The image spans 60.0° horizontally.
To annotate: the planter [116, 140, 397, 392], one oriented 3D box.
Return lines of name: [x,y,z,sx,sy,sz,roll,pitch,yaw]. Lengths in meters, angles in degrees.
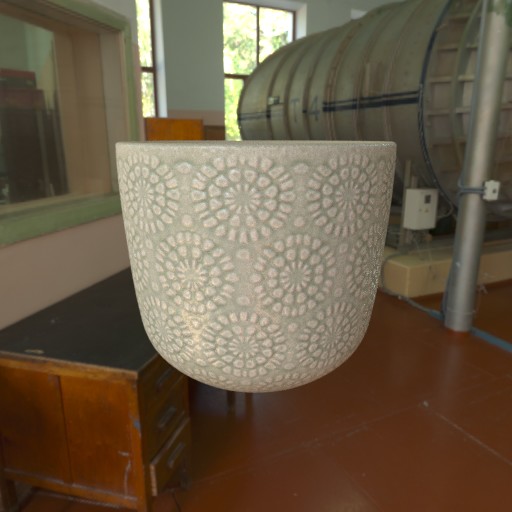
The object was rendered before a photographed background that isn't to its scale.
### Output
planter: [0.000,0.000,0.218,0.124,0.109,0.124,0,15,0]
